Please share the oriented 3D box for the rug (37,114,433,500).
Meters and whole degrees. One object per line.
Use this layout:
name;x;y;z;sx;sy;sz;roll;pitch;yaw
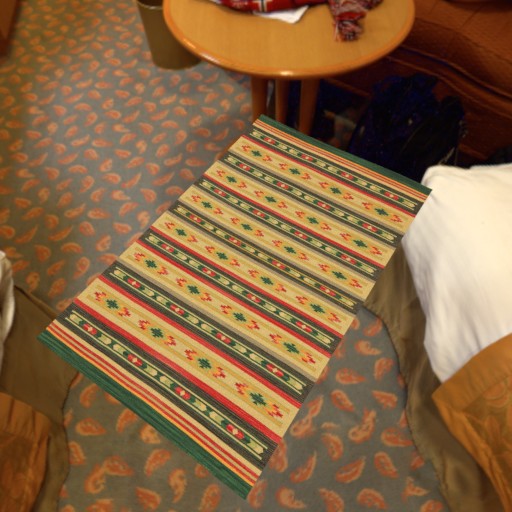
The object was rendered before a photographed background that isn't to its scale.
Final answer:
rug;0.000;0.000;2.972;1.520;0.011;2.447;30;62;18
